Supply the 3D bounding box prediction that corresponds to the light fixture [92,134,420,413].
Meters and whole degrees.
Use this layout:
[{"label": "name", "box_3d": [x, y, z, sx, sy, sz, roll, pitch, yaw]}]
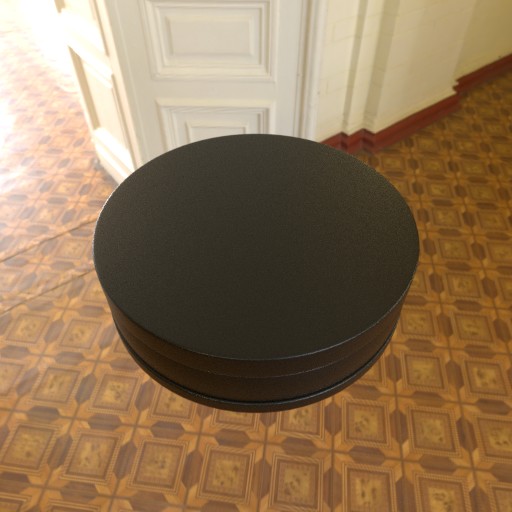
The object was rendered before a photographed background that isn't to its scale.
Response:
[{"label": "light fixture", "box_3d": [0.000, 0.000, 0.425, 0.283, 0.097, 0.283, 0, 47, 0]}]
